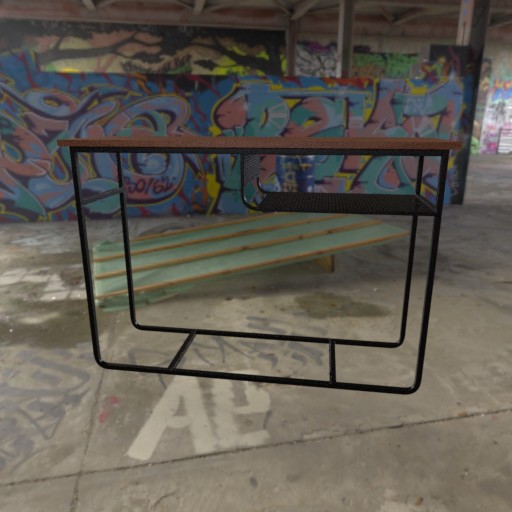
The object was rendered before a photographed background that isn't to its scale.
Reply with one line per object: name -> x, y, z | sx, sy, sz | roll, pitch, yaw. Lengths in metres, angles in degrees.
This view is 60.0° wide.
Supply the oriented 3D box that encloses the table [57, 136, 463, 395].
table -> 0.000, 0.000, 1.463 | 1.100, 0.750, 0.350 | 3, 17, 8
